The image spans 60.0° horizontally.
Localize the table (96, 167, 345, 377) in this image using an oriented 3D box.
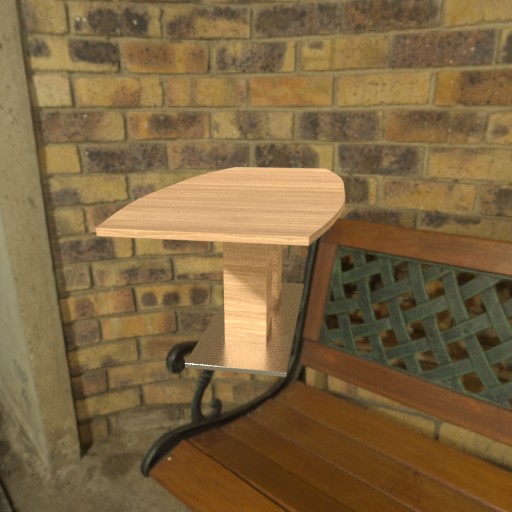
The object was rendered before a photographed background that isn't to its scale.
[{"bbox_3d":[0.000,0.000,2.403,0.900,0.750,2.032,3,17,9],"label":"table"}]
